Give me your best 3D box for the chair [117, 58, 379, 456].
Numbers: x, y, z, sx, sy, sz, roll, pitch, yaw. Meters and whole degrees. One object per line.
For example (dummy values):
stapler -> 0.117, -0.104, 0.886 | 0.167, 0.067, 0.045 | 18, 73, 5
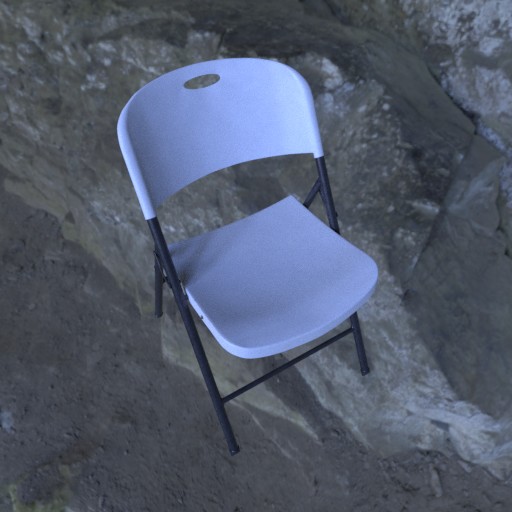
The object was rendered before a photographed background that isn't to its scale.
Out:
chair -> 0.000, 0.000, 1.161 | 0.494, 0.810, 0.566 | -24, 51, -21
